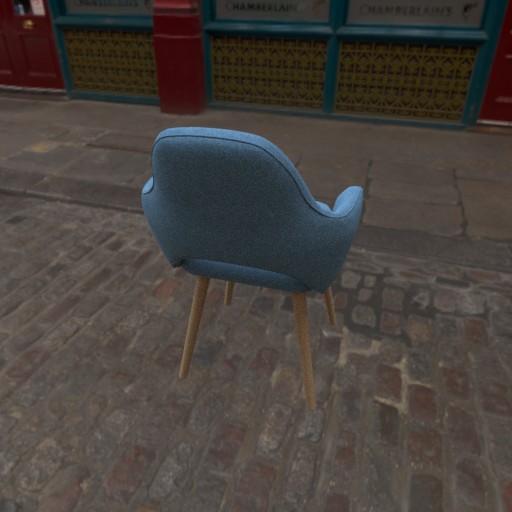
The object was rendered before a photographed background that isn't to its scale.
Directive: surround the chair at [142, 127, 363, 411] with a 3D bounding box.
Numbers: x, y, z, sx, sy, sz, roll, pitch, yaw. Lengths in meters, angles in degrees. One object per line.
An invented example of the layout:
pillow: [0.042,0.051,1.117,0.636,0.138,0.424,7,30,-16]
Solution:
chair: [0.000,0.000,1.350,0.589,0.920,0.666,9,32,15]
